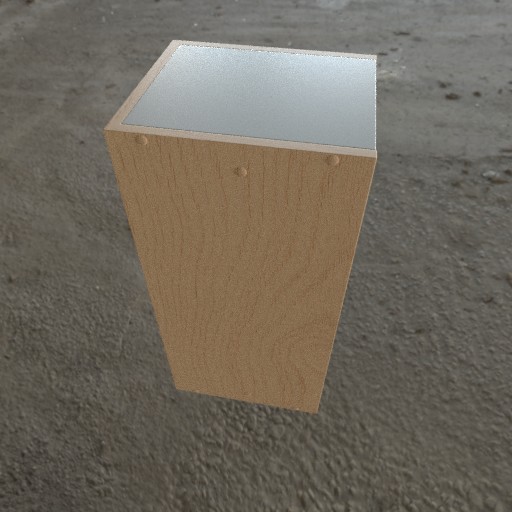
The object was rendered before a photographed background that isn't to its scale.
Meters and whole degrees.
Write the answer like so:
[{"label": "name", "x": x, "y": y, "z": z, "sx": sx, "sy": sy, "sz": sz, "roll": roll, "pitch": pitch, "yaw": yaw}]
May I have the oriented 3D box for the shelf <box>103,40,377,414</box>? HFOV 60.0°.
[{"label": "shelf", "x": 0.000, "y": 0.000, "z": 0.760, "sx": 0.290, "sy": 0.600, "sz": 0.250, "roll": 8, "pitch": 47, "yaw": 7}]
